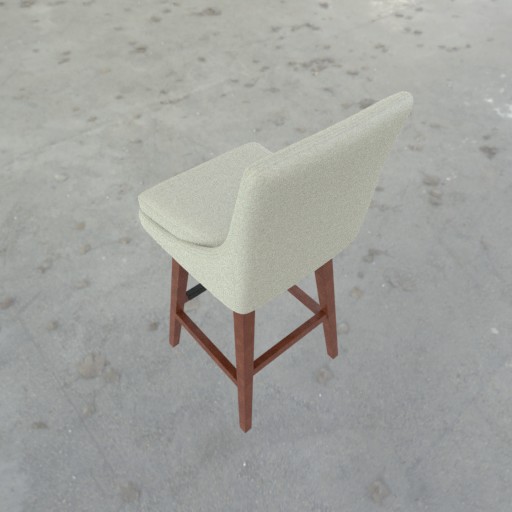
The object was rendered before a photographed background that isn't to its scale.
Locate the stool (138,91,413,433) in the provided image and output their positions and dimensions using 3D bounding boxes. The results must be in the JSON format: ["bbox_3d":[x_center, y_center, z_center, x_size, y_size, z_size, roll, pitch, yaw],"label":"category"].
[{"bbox_3d":[0.000,0.000,1.343,0.470,1.092,0.559,-32,54,-27],"label":"stool"}]
